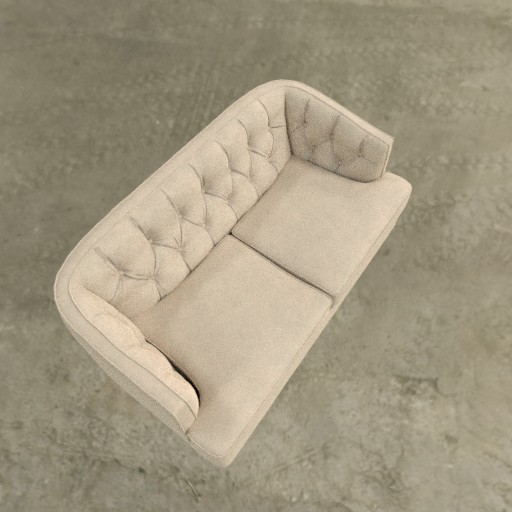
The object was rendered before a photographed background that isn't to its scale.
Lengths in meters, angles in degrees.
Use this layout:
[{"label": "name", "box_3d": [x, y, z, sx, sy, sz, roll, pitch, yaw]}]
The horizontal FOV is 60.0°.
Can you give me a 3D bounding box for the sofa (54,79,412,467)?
[{"label": "sofa", "box_3d": [0.000, 0.000, 2.236, 0.940, 0.878, 1.731, 31, 63, 18]}]
